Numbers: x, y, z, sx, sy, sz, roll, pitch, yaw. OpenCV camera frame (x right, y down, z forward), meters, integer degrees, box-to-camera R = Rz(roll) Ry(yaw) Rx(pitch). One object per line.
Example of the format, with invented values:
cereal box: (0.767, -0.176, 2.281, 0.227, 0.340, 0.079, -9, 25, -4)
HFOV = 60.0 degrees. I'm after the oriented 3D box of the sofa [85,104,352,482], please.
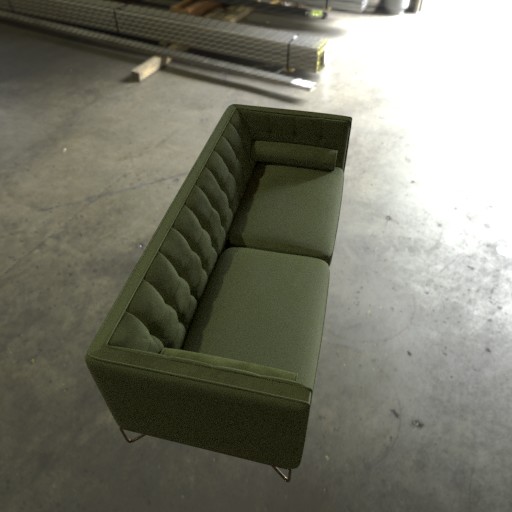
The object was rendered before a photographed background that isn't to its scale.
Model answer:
sofa: (0.000, 0.000, 2.528, 0.867, 0.789, 2.087, 9, 46, 9)
